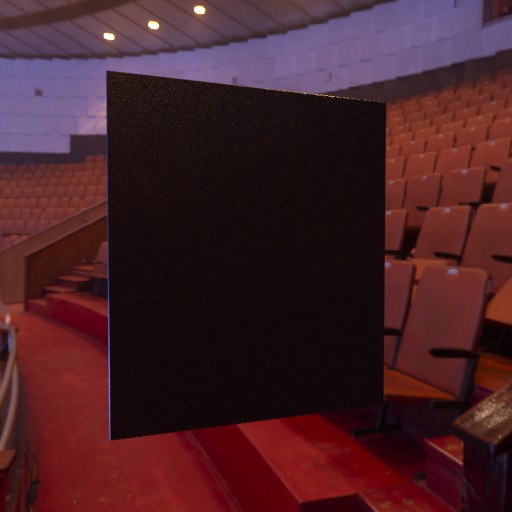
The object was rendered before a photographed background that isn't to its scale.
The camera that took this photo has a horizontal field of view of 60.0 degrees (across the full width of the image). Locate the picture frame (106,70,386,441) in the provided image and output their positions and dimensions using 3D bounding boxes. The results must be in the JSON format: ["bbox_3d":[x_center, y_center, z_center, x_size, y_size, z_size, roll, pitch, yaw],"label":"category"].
[{"bbox_3d":[0.000,0.000,0.518,0.328,0.378,0.034,-1,2,-18],"label":"picture frame"}]
